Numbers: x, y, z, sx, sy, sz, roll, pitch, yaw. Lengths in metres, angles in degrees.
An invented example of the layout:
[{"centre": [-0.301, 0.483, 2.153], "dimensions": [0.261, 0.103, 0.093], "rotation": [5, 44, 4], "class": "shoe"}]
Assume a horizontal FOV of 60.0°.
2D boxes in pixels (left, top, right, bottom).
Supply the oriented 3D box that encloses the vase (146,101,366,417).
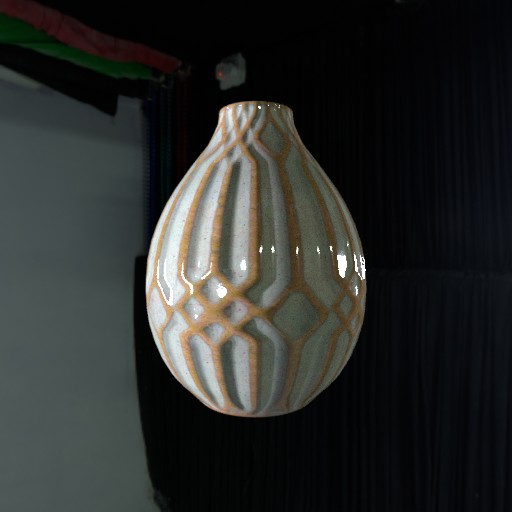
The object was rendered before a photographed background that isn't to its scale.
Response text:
[{"centre": [0.000, 0.000, 0.271], "dimensions": [0.131, 0.175, 0.131], "rotation": [0, 2, 0], "class": "vase"}]
